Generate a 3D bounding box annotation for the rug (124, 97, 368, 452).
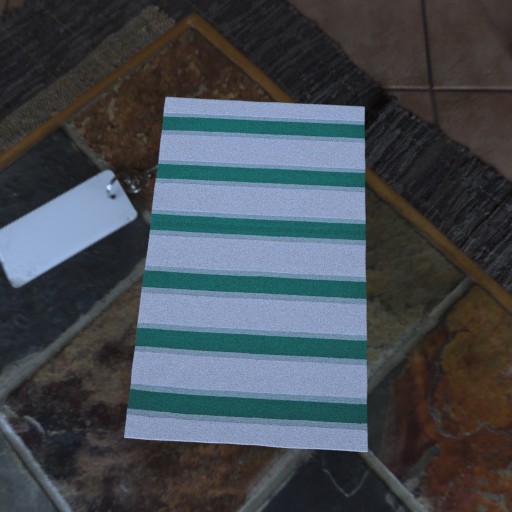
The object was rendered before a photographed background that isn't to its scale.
[{"bbox_3d":[0.000,0.000,3.065,1.521,0.015,2.436,3,75,1],"label":"rug"}]
